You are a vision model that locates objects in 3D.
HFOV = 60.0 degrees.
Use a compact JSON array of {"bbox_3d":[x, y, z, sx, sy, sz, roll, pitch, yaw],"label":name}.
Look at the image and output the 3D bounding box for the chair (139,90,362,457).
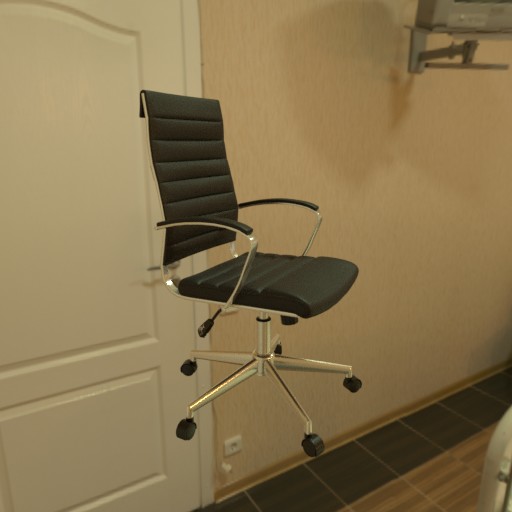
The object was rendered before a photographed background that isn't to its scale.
[{"bbox_3d":[0.000,0.000,1.638,0.739,1.149,0.766,8,17,28],"label":"chair"}]
